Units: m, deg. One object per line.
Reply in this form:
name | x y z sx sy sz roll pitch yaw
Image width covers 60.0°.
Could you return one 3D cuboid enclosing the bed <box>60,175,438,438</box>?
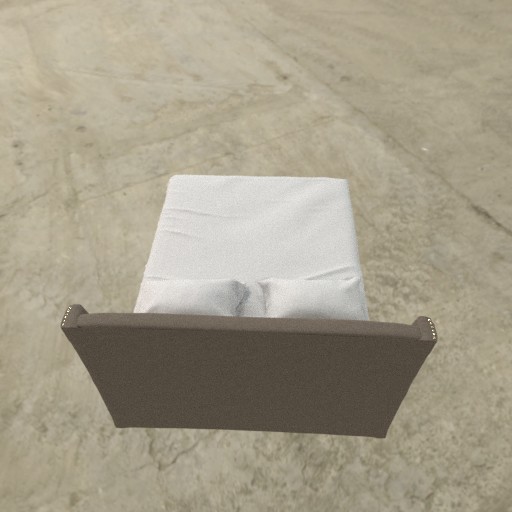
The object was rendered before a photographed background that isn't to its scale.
bed | 0.000 0.000 3.443 1.925 1.332 2.276 2 47 2
